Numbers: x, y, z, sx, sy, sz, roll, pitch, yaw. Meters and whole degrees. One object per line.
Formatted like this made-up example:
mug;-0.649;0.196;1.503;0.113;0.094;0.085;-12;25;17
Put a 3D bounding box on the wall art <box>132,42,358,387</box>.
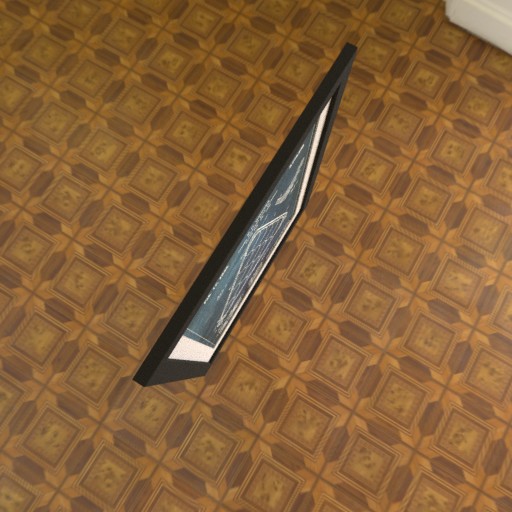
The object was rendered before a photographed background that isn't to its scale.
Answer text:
wall art;0.000;0.000;0.507;0.010;0.361;0.311;30;78;7
